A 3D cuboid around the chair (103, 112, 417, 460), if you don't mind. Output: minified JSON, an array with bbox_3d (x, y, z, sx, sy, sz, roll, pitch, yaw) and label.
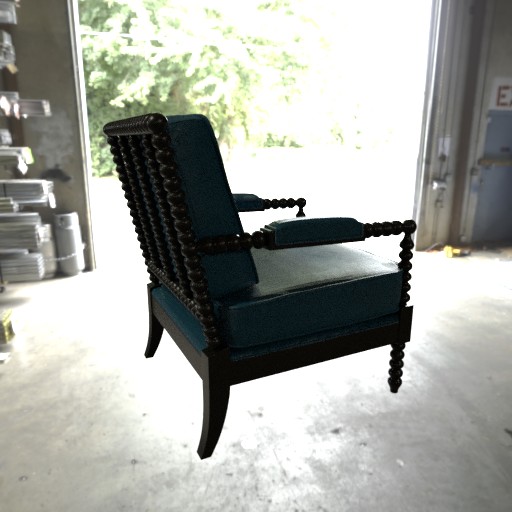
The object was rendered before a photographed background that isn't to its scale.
[{"bbox_3d":[0.000,0.000,1.442,0.805,0.857,0.688,-7,16,-26],"label":"chair"}]
